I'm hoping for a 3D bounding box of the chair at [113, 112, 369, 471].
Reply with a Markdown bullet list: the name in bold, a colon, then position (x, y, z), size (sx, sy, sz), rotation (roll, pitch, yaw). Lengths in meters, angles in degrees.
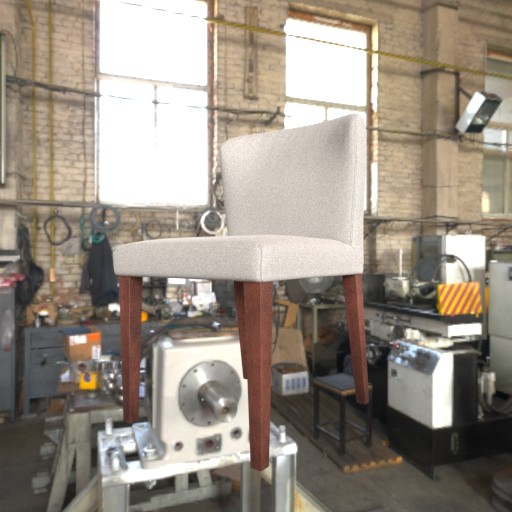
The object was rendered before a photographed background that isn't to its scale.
- **chair**: position (0.000, 0.000, 1.207), size (0.491, 0.839, 0.592), rotation (0, 0, 37)
